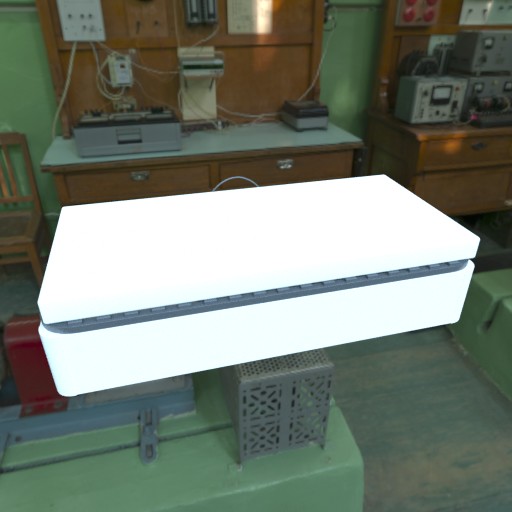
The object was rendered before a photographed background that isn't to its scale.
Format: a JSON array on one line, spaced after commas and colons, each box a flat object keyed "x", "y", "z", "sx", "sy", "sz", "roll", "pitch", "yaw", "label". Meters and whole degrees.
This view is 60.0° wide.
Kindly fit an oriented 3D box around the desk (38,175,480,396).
[{"x": 0.000, "y": 0.000, "z": 2.220, "sx": 1.900, "sy": 0.526, "sz": 0.900, "roll": -8, "pitch": 31, "yaw": -13, "label": "desk"}]
